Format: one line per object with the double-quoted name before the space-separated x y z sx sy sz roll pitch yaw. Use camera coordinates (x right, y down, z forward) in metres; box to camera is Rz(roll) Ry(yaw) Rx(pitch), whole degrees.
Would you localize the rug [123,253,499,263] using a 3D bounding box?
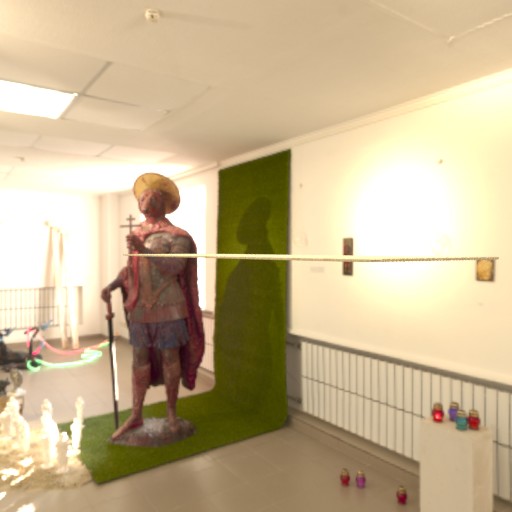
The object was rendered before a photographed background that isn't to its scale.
"rug" 0.000 0.000 2.742 0.795 0.015 2.544 0 1 -36
